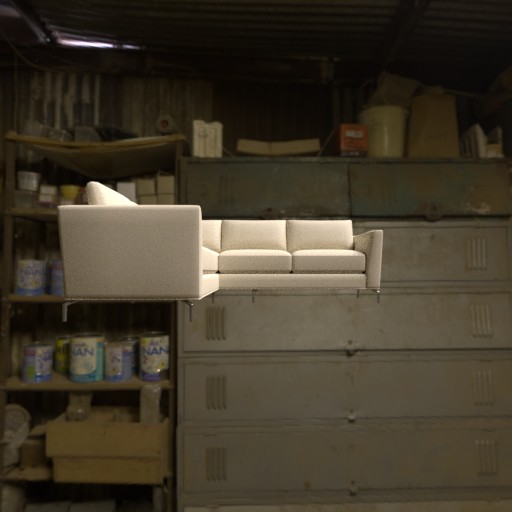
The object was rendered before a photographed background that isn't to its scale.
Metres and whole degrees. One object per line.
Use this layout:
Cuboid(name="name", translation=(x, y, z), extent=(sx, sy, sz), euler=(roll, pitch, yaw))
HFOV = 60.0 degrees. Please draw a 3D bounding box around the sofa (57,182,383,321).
Cuboid(name="sofa", translation=(0.000, 0.000, 3.847), extent=(2.448, 0.867, 2.430), euler=(0, -2, 0))
